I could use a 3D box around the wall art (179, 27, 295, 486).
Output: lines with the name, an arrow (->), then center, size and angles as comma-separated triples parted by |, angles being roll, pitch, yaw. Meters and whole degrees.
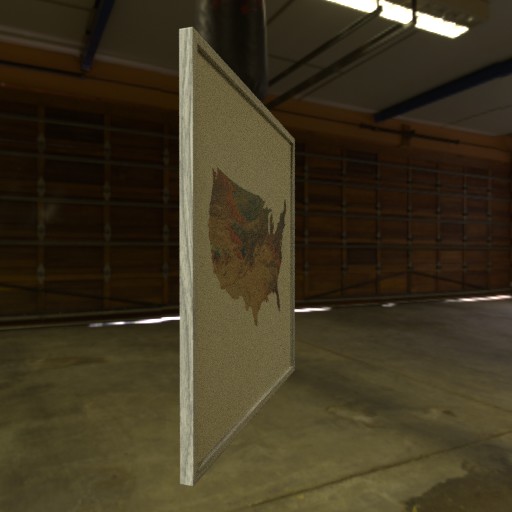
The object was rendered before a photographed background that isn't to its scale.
wall art -> 0.000, 0.000, 0.733 | 0.016, 0.507, 0.508 | 0, 1, 18
